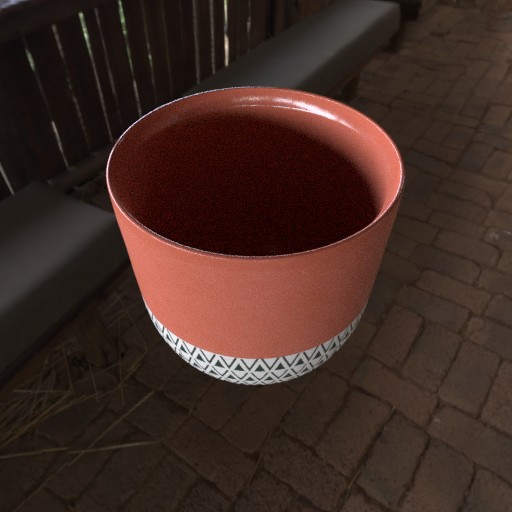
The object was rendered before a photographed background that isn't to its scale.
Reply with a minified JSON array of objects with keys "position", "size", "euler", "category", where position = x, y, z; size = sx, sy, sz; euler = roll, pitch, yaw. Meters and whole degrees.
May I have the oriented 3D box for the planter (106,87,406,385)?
[{"position":[0.000,0.000,0.500],"size":[0.266,0.270,0.266],"euler":[0,46,0],"category":"planter"}]
